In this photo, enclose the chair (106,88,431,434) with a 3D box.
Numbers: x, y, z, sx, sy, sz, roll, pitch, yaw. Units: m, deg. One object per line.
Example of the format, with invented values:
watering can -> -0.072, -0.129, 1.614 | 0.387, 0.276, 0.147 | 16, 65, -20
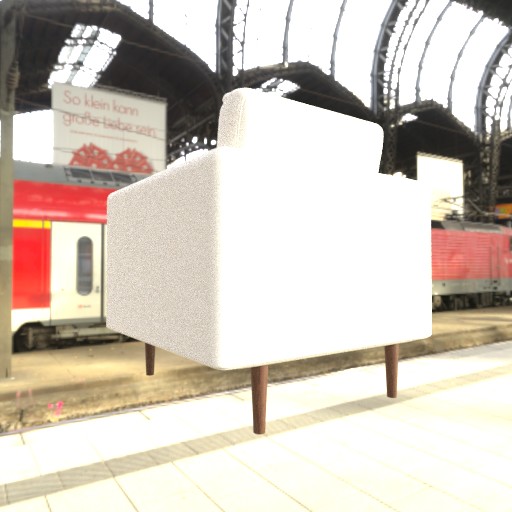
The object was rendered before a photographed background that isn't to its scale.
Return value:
chair -> 0.000, 0.000, 1.576 | 0.831, 0.899, 0.879 | 1, -1, -35
